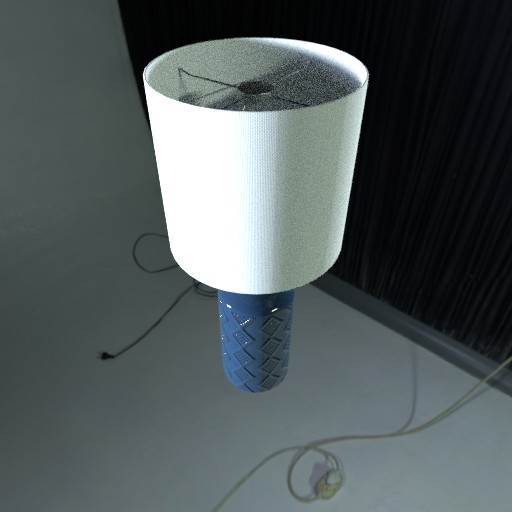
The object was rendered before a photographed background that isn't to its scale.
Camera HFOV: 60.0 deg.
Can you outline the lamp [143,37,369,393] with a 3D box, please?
[{"bbox_3d":[0.000,0.000,0.562,0.207,0.461,0.207,25,46,26],"label":"lamp"}]
